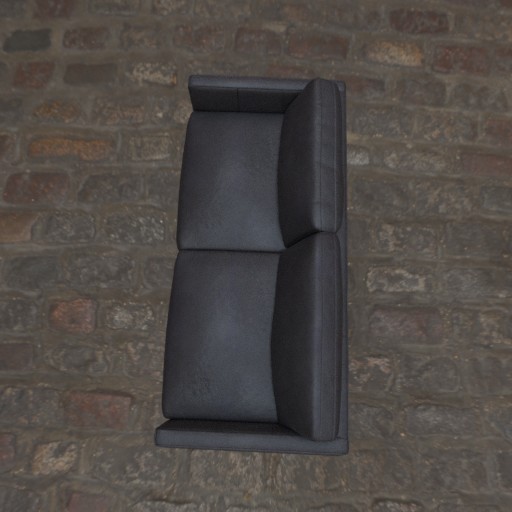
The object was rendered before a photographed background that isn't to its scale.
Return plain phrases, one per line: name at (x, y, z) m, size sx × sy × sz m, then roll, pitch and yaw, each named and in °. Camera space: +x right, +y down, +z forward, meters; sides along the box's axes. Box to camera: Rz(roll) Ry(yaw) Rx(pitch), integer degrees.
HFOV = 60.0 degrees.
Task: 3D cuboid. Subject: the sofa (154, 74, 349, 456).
sofa at (0.000, 0.000, 2.475) m, size 0.933 × 0.863 × 1.971 m, roll 2°, pitch 75°, yaw 1°
